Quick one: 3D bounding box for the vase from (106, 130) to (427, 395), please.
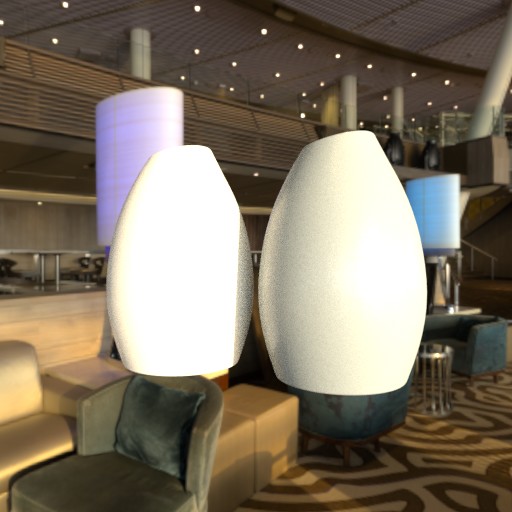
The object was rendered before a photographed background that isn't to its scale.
[{"bbox_3d":[0.000,0.000,0.259,0.187,0.131,0.089,0,0,19],"label":"vase"}]
